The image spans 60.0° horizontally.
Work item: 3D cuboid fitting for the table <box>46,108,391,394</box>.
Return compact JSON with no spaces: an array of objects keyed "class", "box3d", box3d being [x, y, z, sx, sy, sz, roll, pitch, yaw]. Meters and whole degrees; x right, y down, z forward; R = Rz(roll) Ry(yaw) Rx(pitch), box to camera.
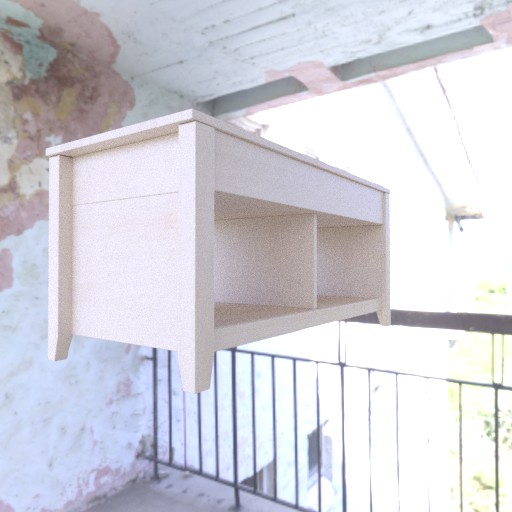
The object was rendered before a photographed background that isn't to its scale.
[{"class":"table","box3d":[0.000,0.000,1.290,0.457,0.483,1.016,-1,-1,35]}]
